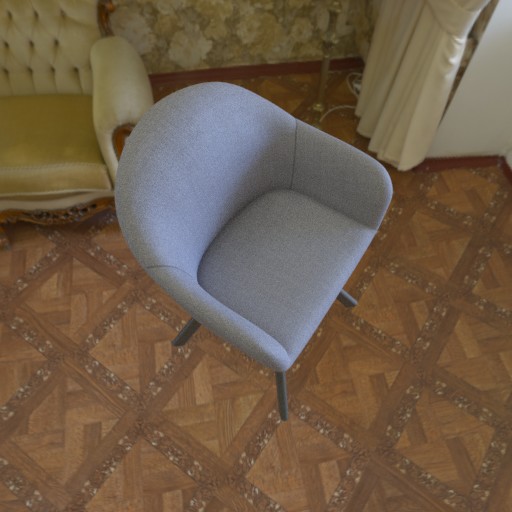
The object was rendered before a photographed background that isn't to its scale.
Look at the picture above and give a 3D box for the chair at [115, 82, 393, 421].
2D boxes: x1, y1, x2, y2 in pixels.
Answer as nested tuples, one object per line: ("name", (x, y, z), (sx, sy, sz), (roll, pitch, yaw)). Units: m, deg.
("chair", (0.000, 0.000, 1.217), (0.550, 0.795, 0.590), (30, 63, 17))
